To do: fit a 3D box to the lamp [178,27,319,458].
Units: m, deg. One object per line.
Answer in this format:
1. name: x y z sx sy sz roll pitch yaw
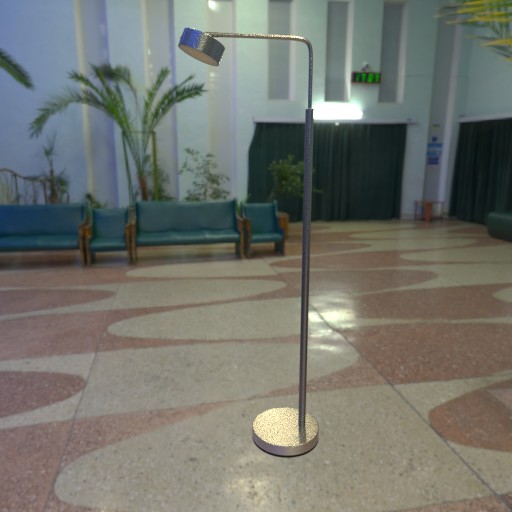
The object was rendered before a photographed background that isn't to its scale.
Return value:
1. lamp: 0.000 0.000 1.344 0.421 1.250 0.222 -2 13 -8
